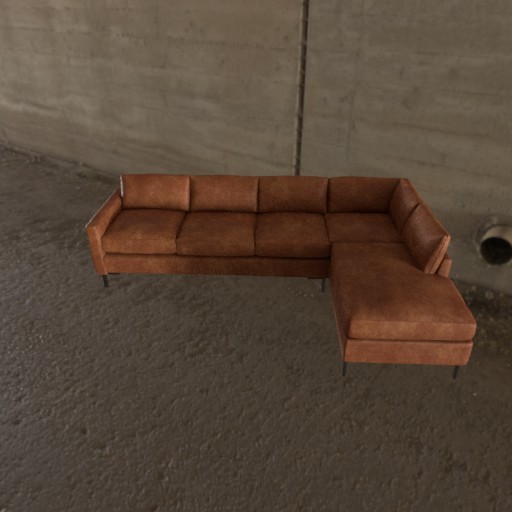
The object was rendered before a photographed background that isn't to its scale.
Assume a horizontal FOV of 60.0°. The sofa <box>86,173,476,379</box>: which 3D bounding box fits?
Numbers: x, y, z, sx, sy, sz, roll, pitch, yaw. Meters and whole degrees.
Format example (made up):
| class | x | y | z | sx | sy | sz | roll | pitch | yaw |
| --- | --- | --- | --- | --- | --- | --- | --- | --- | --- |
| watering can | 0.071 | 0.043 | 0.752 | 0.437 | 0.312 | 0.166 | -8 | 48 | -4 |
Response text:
| class | x | y | z | sx | sy | sz | roll | pitch | yaw |
| --- | --- | --- | --- | --- | --- | --- | --- | --- | --- |
| sofa | 0.000 | 0.000 | 3.779 | 2.984 | 0.877 | 1.938 | 1 | 30 | 2 |
